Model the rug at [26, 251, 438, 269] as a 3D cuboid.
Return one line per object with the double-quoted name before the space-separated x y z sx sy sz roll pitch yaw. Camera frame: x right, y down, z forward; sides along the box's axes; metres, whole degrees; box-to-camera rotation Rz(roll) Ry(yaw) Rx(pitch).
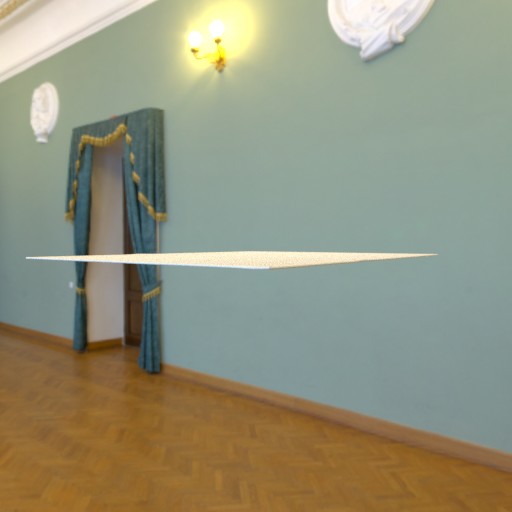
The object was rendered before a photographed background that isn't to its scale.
"rug" 0.000 0.000 4.057 2.423 0.019 3.009 1 2 37
